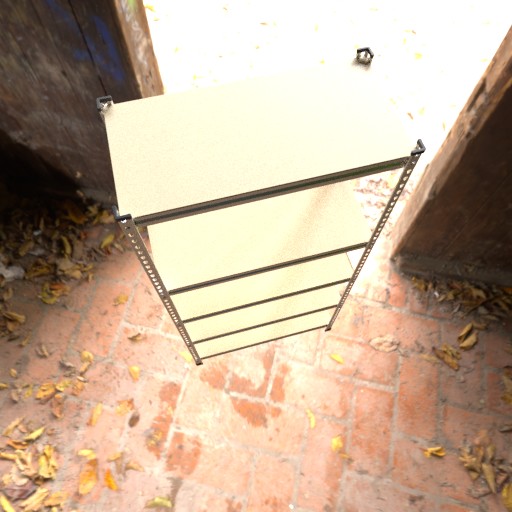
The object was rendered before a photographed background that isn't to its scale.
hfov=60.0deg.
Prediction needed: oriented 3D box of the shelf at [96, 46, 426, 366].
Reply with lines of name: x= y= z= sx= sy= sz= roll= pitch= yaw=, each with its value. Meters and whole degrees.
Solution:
shelf: x=0.000 y=0.000 z=2.160 sx=0.914 sy=1.829 sz=0.457 roll=-14 pitch=65 yaw=-7
